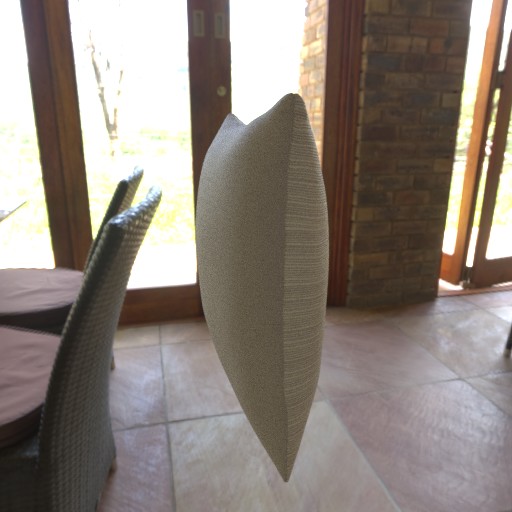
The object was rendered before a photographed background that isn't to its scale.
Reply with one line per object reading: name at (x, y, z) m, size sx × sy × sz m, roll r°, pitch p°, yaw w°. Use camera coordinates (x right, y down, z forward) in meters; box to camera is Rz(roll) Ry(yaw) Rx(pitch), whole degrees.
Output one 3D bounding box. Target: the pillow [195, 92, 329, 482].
pillow at (0.000, 0.000, 0.769) m, size 0.204 × 0.497 × 0.512 m, roll -3°, pitch 16°, yaw -10°
